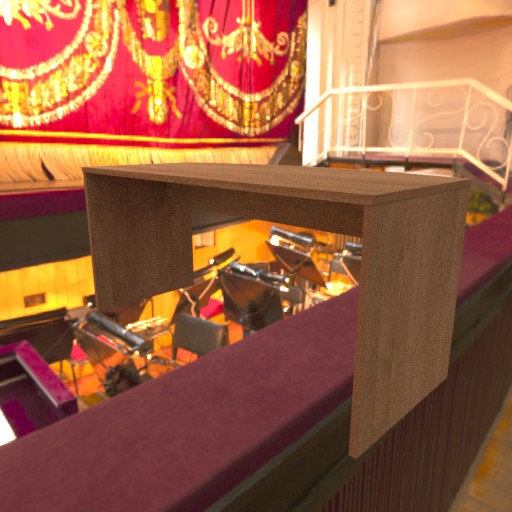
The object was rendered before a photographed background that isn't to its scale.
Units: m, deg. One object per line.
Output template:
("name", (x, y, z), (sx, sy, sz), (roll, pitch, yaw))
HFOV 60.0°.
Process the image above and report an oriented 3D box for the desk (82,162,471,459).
("desk", (0.000, 0.000, 1.986), (1.600, 0.752, 0.802), (14, 20, 43))
